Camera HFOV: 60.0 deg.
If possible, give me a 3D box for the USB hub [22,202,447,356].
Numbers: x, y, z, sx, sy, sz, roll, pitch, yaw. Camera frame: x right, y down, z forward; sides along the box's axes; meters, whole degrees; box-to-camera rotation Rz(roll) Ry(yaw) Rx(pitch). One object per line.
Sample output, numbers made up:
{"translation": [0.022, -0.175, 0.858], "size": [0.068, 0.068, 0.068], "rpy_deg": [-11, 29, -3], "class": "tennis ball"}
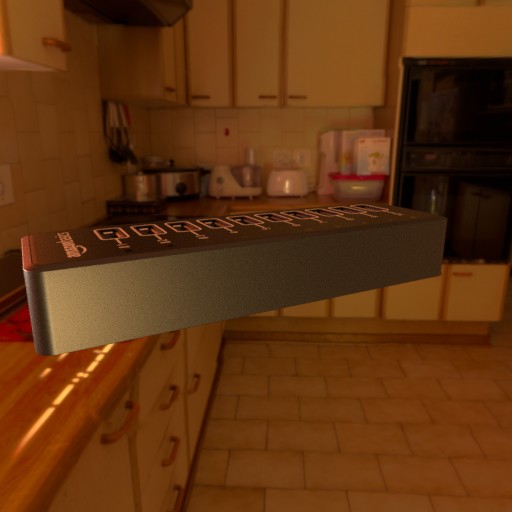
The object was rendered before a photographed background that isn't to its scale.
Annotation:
{"translation": [0.000, 0.000, 0.157], "size": [0.145, 0.023, 0.044], "rpy_deg": [-8, 18, -26], "class": "USB hub"}
